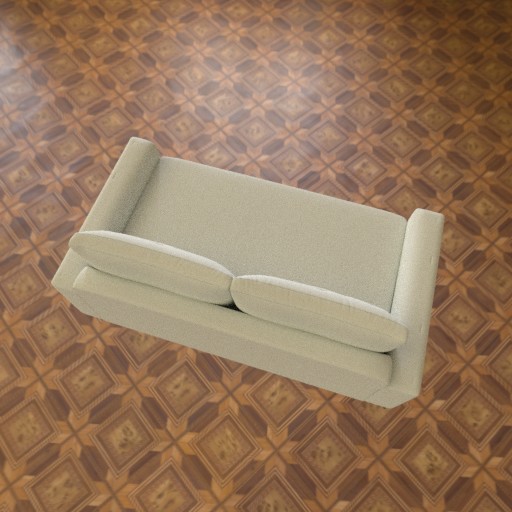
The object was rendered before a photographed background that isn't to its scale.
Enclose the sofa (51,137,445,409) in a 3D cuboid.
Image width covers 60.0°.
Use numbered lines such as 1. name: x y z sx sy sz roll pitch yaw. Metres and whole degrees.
1. sofa: 0.000 0.000 2.154 1.650 0.790 0.920 16 65 7
